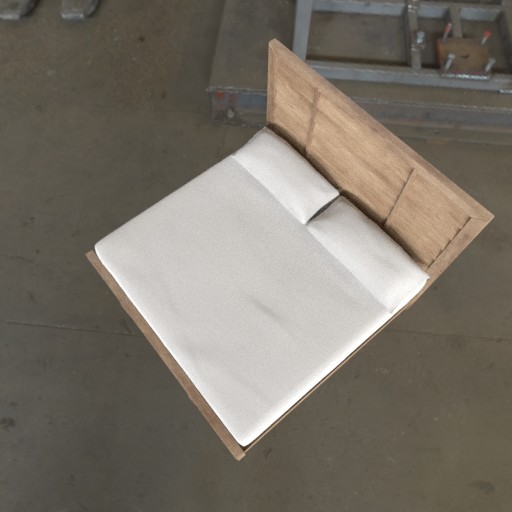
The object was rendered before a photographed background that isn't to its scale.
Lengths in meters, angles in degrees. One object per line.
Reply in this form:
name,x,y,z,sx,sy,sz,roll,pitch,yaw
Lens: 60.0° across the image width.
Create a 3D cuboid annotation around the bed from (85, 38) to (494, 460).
bed,0.000,0.000,3.454,2.062,1.626,2.032,-37,70,-16
